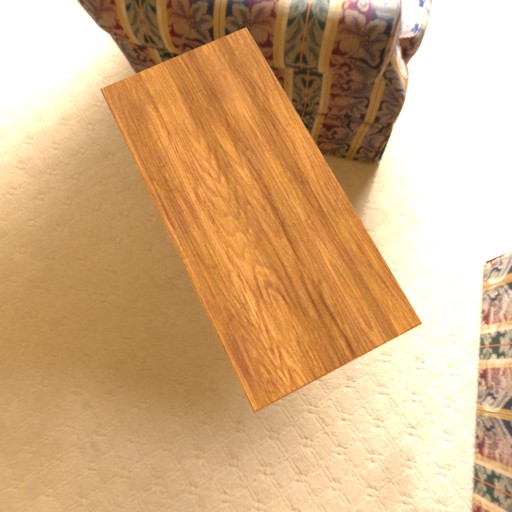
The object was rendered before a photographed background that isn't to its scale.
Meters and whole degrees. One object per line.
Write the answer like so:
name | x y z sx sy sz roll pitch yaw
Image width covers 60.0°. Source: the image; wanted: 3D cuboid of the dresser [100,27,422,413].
dresser | 0.000 0.000 1.990 0.558 1.431 1.081 -26 77 -6
